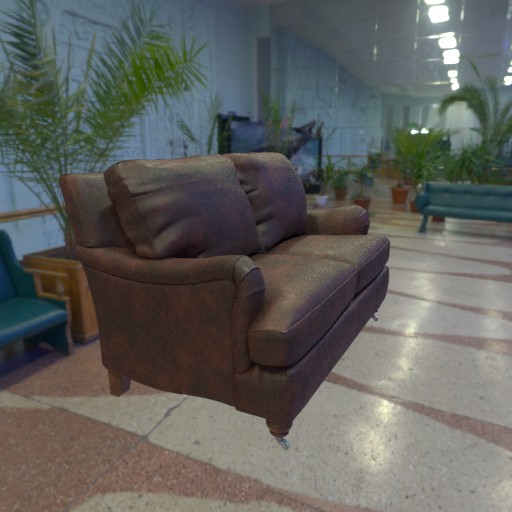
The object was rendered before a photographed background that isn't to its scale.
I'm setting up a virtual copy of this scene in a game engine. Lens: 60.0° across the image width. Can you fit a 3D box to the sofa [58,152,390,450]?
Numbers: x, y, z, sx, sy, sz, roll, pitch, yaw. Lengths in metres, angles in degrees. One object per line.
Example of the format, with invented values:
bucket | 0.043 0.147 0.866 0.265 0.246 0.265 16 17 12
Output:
sofa | 0.000 0.000 2.381 1.148 1.070 1.628 8 16 27
